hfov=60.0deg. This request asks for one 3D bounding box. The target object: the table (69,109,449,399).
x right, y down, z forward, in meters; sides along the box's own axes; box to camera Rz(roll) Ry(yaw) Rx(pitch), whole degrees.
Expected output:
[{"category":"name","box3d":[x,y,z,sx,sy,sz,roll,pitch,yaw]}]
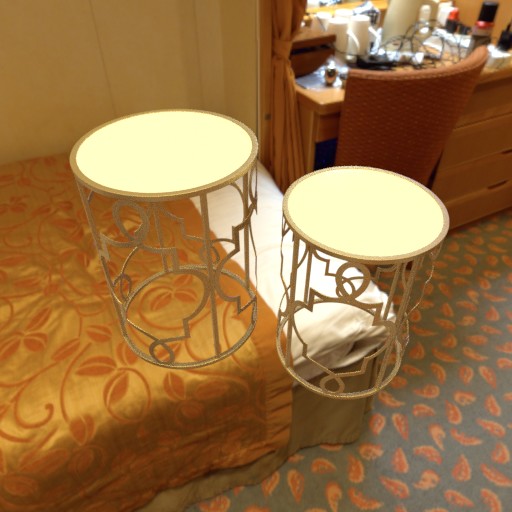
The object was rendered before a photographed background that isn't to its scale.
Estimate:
[{"category":"table","box3d":[0.000,0.000,1.152,0.846,0.564,0.420,10,42,12]}]
